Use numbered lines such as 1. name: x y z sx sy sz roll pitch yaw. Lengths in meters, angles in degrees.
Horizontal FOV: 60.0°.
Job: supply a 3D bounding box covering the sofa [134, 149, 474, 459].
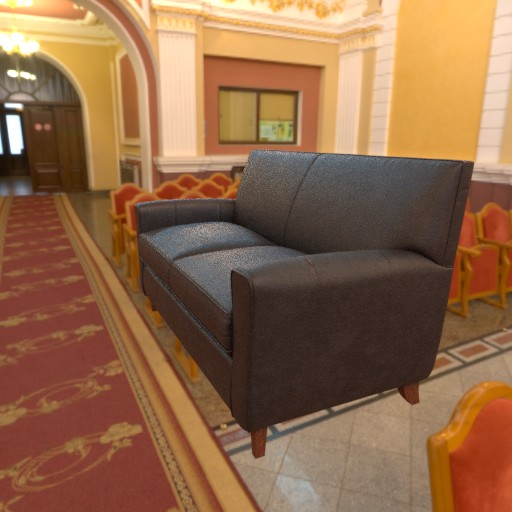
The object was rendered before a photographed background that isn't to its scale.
1. sofa: 0.000 0.000 1.939 0.787 0.871 1.473 -7 17 -25
